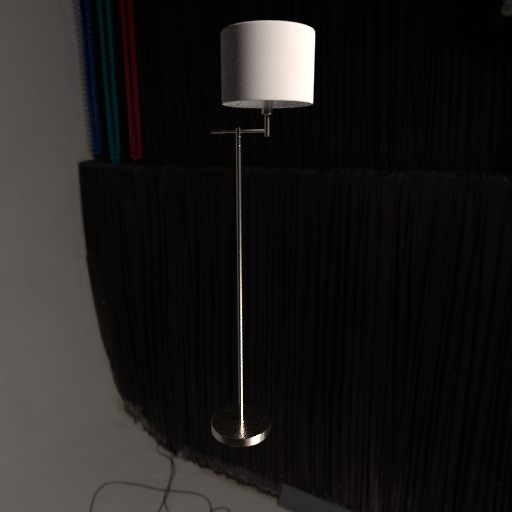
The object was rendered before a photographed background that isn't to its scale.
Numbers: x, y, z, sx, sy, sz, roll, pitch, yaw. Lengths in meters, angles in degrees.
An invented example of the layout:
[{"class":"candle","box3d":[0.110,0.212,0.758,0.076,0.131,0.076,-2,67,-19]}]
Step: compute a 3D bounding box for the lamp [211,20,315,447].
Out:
[{"class":"lamp","box3d":[0.000,0.000,1.748,0.416,1.600,0.324,8,16,28]}]
